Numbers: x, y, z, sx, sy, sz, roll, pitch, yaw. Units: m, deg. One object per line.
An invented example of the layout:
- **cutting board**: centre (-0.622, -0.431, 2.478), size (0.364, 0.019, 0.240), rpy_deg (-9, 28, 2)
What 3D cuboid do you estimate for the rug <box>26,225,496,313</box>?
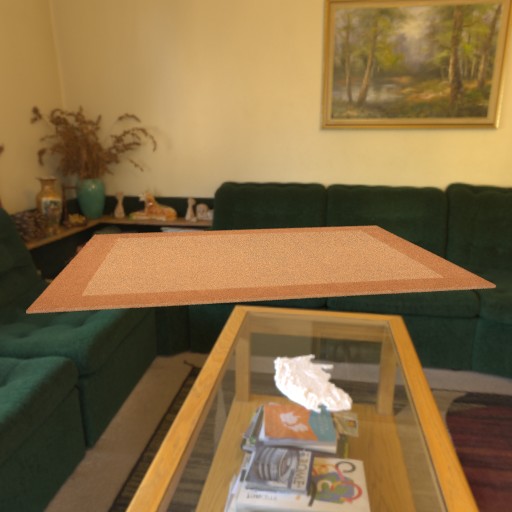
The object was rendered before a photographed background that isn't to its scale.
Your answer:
- **rug**: centre (0.000, 0.000, 2.279), size (1.829, 0.014, 1.219), rpy_deg (-2, 16, -8)
